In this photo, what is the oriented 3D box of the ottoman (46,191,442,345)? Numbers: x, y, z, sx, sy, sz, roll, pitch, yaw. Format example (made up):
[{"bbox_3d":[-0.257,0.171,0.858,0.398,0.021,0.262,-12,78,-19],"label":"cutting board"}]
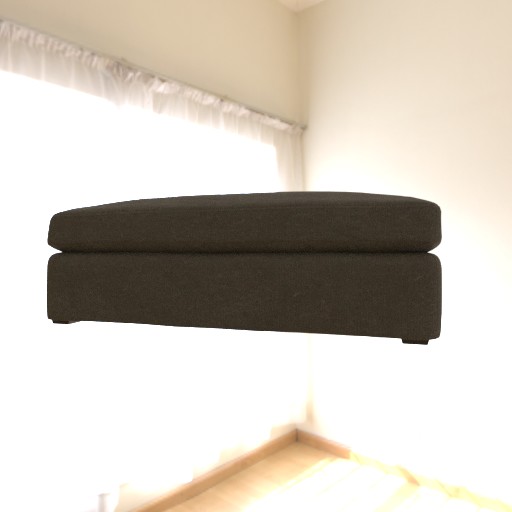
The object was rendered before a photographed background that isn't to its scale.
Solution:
[{"bbox_3d":[0.000,0.000,1.624,1.199,0.429,0.840,0,1,17],"label":"ottoman"}]
